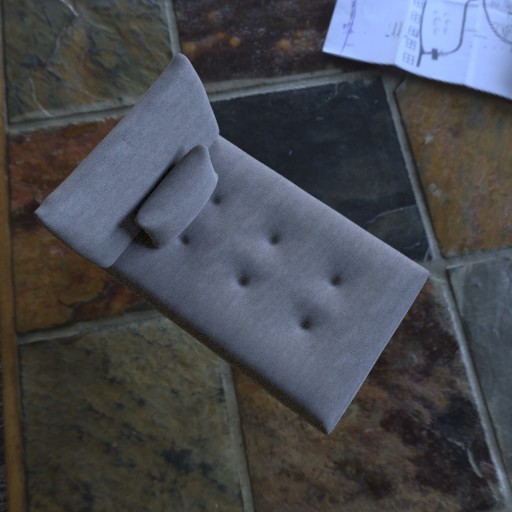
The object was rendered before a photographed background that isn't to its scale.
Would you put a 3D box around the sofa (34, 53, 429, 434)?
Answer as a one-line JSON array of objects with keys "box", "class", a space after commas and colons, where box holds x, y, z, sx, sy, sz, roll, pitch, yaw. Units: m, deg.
[{"box": [0.000, 0.000, 2.011, 1.450, 0.820, 0.930, 35, 77, 9], "class": "sofa"}]
